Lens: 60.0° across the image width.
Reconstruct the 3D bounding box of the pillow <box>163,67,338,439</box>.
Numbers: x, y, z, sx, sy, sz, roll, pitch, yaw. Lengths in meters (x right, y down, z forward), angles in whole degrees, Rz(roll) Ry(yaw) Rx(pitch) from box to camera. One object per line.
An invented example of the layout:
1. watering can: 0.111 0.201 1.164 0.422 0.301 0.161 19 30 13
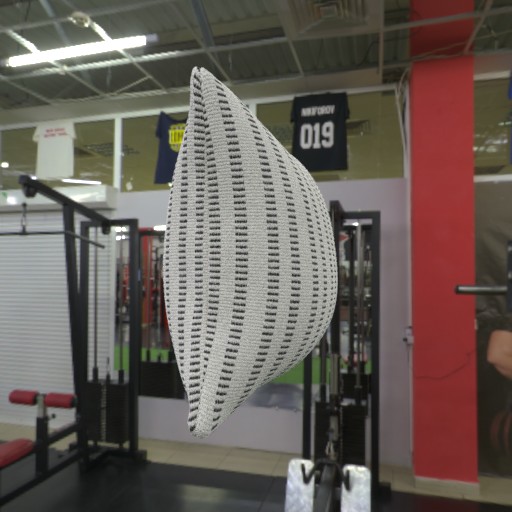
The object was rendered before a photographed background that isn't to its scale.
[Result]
1. pillow: 0.000 0.000 0.697 0.247 0.419 0.438 -1 -2 18
